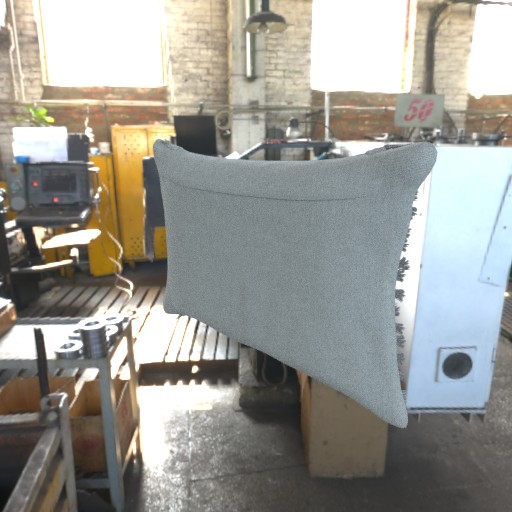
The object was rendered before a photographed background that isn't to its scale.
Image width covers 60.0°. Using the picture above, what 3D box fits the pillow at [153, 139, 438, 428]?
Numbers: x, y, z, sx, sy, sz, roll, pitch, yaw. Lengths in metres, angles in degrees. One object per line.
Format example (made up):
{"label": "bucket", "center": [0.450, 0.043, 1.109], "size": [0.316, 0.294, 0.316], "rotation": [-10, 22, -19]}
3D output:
{"label": "pillow", "center": [0.000, 0.000, 0.597], "size": [0.084, 0.305, 0.466], "rotation": [-14, 21, -43]}
